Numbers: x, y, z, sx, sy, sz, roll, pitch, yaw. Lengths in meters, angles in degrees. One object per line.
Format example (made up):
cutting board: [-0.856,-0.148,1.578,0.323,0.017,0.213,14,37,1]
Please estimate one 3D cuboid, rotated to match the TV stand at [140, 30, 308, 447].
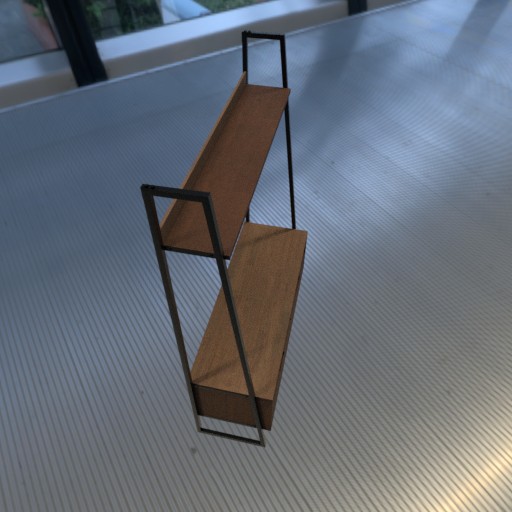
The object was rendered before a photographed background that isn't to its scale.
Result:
TV stand: [0.000,0.000,2.313,0.432,1.772,1.250,9,47,9]
